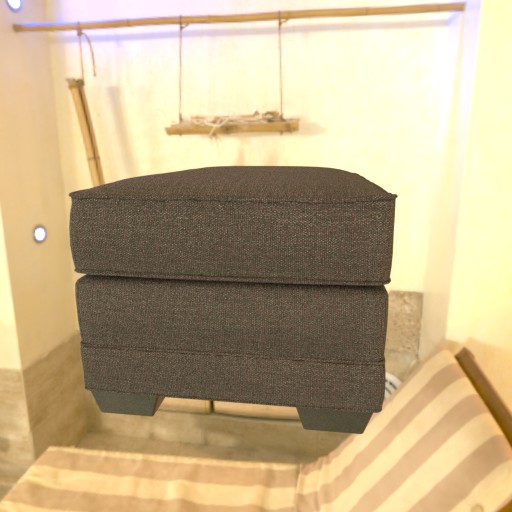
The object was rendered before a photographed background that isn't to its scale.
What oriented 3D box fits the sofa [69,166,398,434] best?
[{"bbox_3d":[0.000,0.000,1.180,0.578,0.457,0.854,2,13,8],"label":"sofa"}]
